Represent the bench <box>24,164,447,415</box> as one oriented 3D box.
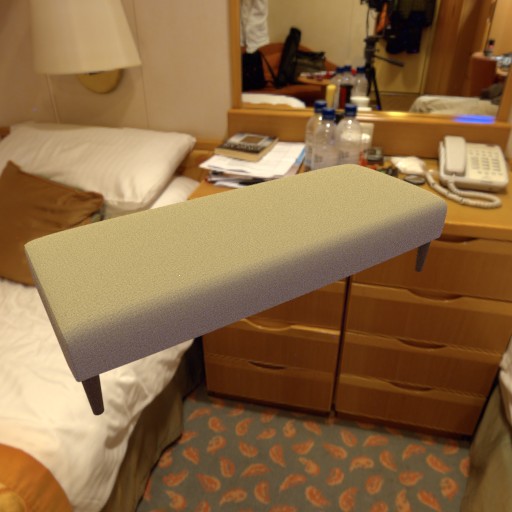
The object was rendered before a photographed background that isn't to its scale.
[{"bbox_3d":[0.000,0.000,1.828,1.609,0.393,0.646,-18,35,-28],"label":"bench"}]
